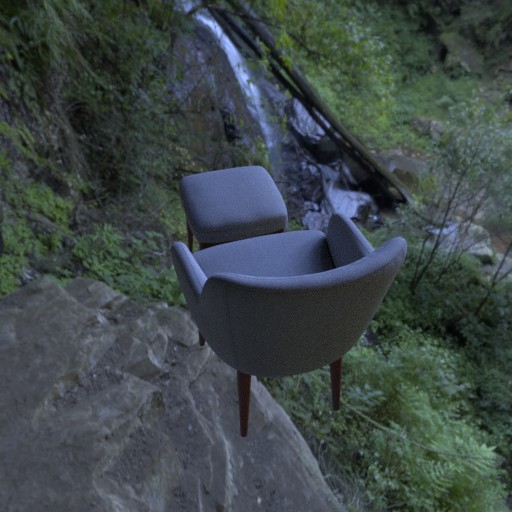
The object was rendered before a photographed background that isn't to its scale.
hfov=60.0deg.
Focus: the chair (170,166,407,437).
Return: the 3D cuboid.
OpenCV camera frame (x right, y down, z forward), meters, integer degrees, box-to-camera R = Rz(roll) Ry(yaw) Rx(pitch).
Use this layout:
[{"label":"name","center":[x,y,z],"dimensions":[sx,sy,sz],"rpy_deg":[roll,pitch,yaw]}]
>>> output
[{"label":"chair","center":[0.000,0.000,1.564],"dimensions":[0.584,0.799,1.107],"rpy_deg":[-11,43,-12]}]
